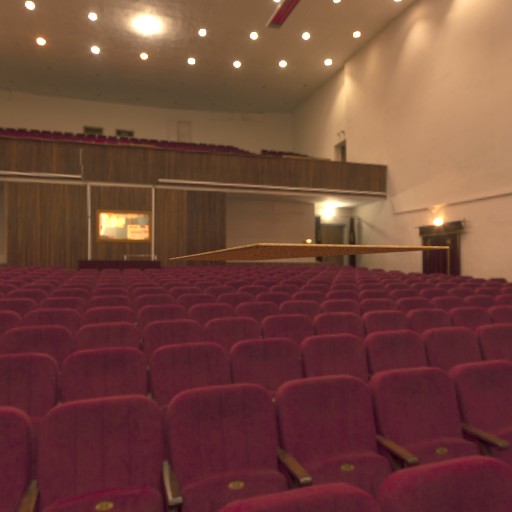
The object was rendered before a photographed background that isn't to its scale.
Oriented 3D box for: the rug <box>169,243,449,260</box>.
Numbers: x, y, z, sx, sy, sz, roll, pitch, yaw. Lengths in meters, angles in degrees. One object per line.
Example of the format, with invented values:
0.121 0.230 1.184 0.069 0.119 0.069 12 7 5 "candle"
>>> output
0.000 0.000 2.731 0.775 0.010 2.438 1 -2 -18 "rug"
